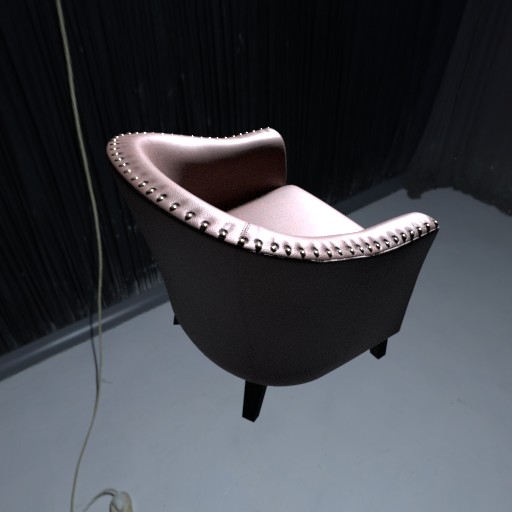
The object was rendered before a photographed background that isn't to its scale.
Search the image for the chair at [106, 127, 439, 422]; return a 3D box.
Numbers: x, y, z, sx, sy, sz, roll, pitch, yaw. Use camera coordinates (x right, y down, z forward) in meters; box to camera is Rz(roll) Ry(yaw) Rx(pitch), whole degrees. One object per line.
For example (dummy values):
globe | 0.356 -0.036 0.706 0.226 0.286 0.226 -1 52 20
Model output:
chair | 0.000 0.000 1.435 0.748 0.823 0.794 -24 45 -27
